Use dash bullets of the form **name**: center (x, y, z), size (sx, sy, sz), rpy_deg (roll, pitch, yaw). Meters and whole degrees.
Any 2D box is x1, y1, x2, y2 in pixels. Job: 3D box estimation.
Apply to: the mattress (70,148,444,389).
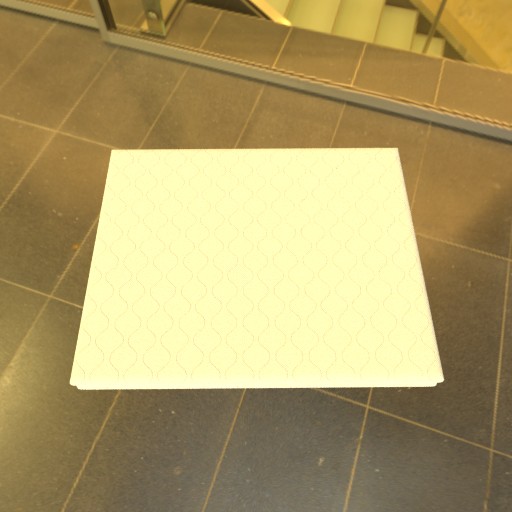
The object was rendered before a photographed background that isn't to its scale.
- **mattress**: center (0.000, 0.000, 2.794), size (2.000, 0.200, 1.600), rpy_deg (0, 63, 0)
